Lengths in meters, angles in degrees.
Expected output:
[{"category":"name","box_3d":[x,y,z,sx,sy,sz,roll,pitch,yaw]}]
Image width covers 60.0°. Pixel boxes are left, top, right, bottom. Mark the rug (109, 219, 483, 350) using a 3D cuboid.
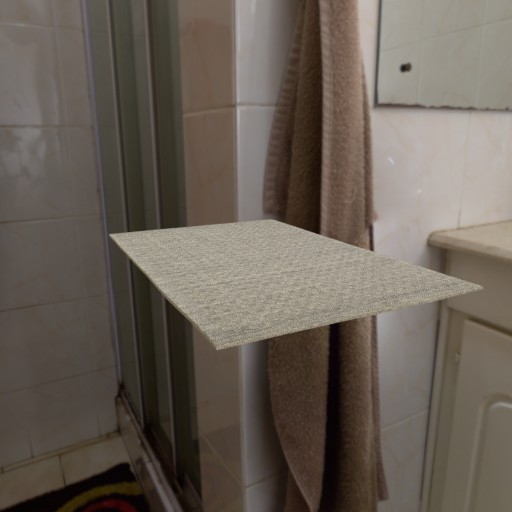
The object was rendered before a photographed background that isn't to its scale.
[{"category":"rug","box_3d":[0.000,0.000,2.983,1.532,0.018,2.297,-8,17,-26]}]
